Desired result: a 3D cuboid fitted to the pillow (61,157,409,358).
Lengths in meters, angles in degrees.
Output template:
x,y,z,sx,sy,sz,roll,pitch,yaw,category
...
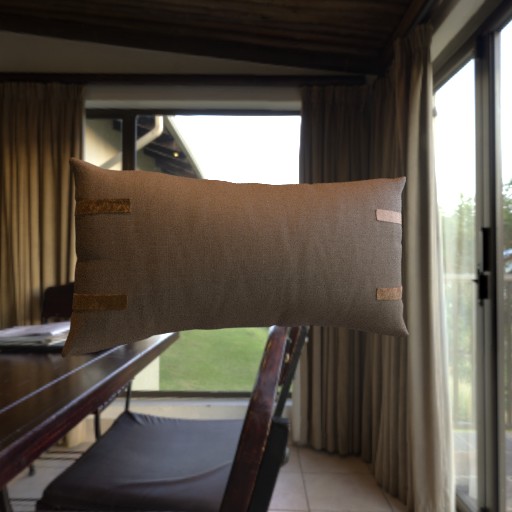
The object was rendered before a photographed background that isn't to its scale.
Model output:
x,y,z,sx,sy,sz,roll,pitch,yaw,category
0.000,0.000,0.759,0.612,0.308,0.148,0,-1,-18,pillow
